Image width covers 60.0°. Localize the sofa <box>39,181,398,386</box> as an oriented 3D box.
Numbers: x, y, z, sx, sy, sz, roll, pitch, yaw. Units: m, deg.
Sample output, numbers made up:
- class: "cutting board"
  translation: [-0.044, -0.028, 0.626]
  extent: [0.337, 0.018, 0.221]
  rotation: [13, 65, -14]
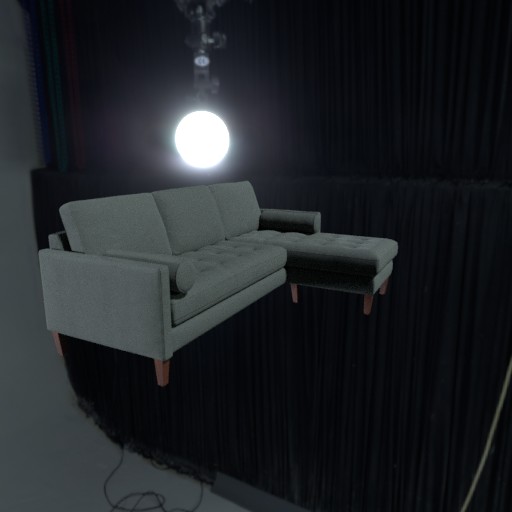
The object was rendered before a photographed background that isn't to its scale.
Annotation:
- class: "sofa"
  translation: [0.000, 0.000, 2.990]
  extent: [1.506, 0.876, 2.178]
  rotation: [7, 15, 27]
